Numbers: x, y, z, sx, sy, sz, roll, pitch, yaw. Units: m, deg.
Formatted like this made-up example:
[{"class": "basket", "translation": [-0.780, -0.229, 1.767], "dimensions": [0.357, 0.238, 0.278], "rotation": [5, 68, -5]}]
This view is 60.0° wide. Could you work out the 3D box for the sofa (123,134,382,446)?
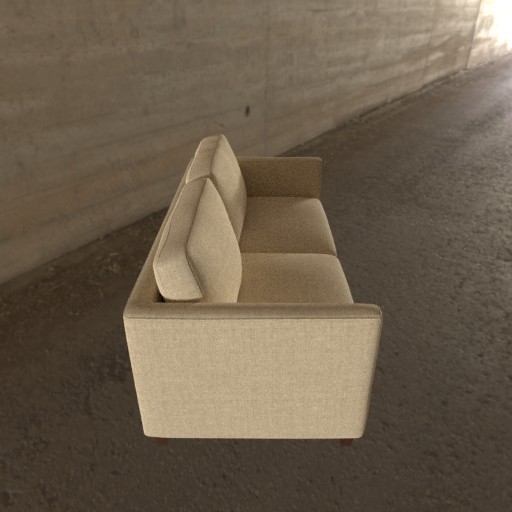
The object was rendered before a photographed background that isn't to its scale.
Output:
[{"class": "sofa", "translation": [0.000, 0.000, 2.473], "dimensions": [0.950, 0.963, 1.884], "rotation": [0, 30, 0]}]
